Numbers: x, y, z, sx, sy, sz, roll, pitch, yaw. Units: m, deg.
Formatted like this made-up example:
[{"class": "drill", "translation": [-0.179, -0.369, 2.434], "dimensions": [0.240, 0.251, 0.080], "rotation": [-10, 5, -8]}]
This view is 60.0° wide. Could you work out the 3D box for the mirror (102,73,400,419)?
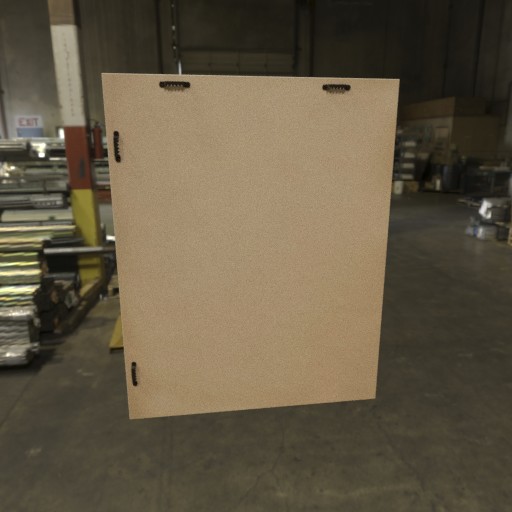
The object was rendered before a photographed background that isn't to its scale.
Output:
[{"class": "mirror", "translation": [0.000, 0.000, 0.675], "dimensions": [0.405, 0.508, 0.041], "rotation": [-2, 15, -8]}]
